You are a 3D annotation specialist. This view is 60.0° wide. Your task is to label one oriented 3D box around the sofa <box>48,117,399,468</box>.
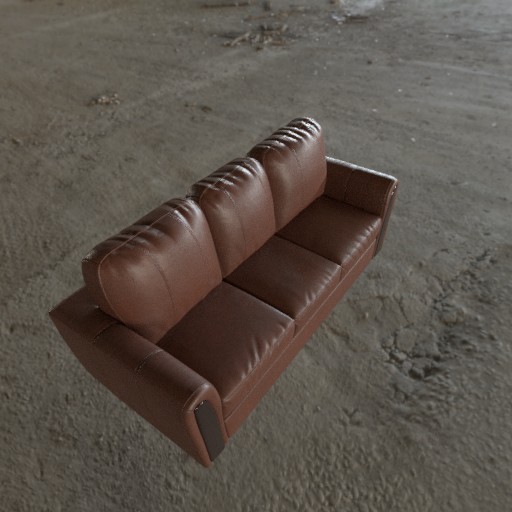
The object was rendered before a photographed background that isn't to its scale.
[{"bbox_3d":[0.000,0.000,2.305,0.802,0.915,1.862,25,47,26],"label":"sofa"}]
